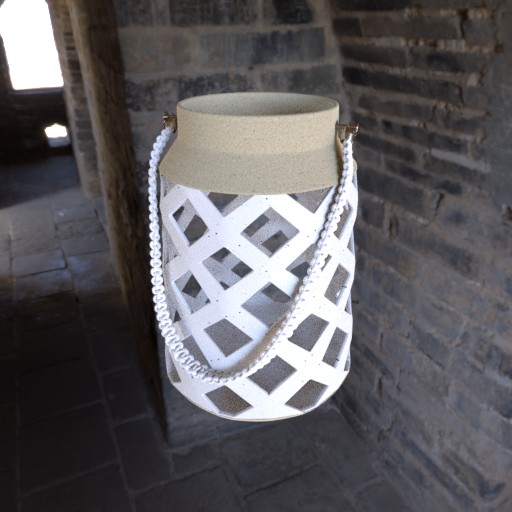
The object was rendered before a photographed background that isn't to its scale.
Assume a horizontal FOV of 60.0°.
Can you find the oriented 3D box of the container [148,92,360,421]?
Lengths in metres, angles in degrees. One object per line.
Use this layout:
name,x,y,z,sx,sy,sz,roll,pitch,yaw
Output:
container,0.000,0.000,0.401,0.188,0.264,0.198,8,28,15
